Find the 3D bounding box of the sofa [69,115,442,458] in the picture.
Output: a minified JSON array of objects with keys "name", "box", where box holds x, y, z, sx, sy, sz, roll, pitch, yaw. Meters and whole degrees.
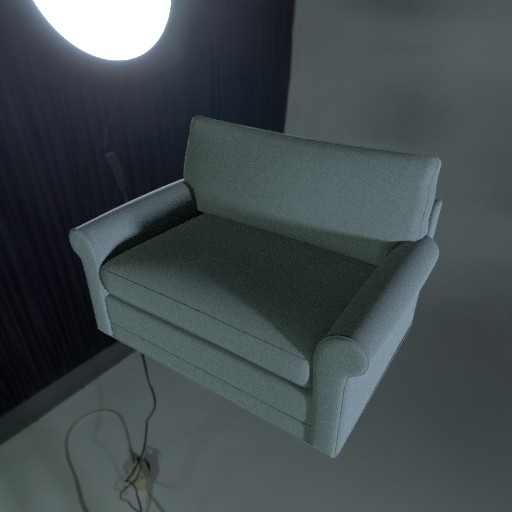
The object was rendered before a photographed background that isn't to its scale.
[{"name":"sofa","box":[0.000,0.000,1.992,1.410,0.953,0.940,19,36,29]}]
